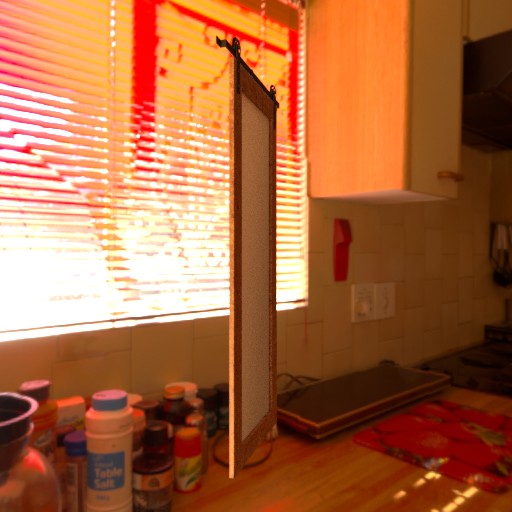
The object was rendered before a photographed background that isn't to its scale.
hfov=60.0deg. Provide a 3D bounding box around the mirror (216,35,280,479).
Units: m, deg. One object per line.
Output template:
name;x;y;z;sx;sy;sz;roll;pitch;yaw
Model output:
mirror;0.000;0.000;2.086;0.042;1.793;0.847;0;0;18
